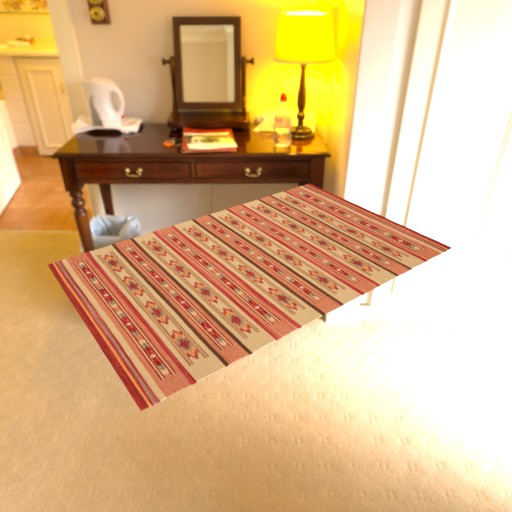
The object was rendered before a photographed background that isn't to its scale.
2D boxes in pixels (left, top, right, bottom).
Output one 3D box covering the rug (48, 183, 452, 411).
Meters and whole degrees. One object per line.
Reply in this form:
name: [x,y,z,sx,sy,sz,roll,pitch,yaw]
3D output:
rug: [0.000,0.000,3.138,2.431,0.010,1.535,-21,37,-31]
